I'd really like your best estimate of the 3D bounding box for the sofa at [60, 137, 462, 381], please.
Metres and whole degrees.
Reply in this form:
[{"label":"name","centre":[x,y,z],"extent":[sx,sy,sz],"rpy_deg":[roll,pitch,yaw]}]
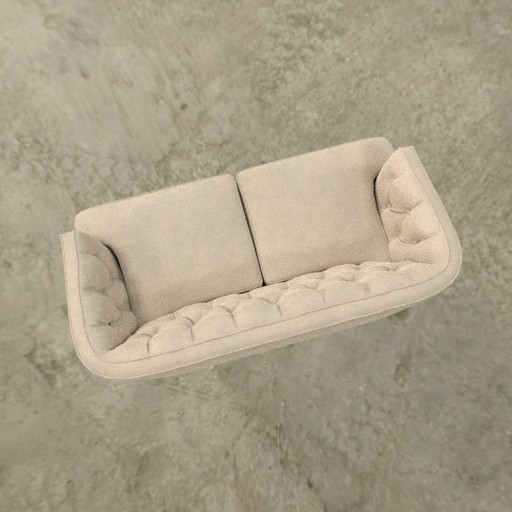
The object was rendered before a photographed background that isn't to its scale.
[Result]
[{"label":"sofa","centre":[0.000,0.000,2.282],"extent":[1.731,0.878,0.940],"rpy_deg":[-15,76,-4]}]
